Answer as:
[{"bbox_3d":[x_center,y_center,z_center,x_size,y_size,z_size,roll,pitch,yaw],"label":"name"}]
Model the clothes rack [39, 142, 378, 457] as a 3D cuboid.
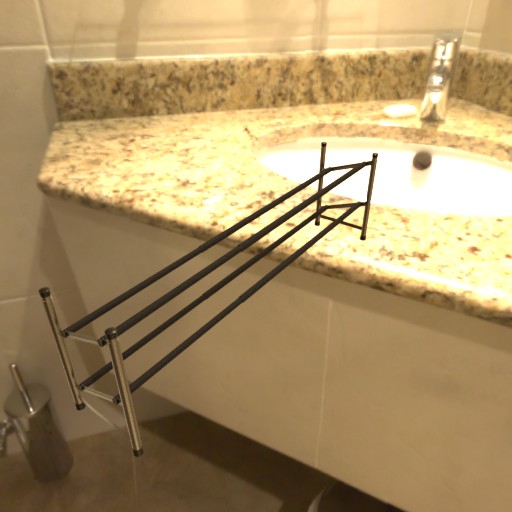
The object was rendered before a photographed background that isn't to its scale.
[{"bbox_3d":[0.000,0.000,1.311,0.229,0.349,1.168,21,38,30],"label":"clothes rack"}]
